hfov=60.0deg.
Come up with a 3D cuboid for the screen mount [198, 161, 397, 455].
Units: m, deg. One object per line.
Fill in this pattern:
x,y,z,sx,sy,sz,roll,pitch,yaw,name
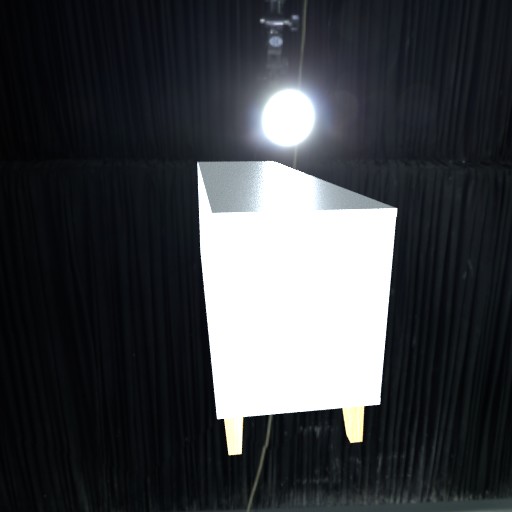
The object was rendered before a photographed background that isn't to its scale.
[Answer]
0.000,0.000,1.724,0.400,0.619,1.490,-2,16,-8,screen mount
